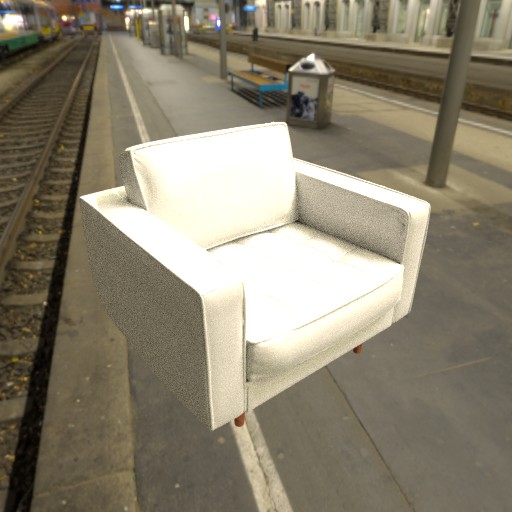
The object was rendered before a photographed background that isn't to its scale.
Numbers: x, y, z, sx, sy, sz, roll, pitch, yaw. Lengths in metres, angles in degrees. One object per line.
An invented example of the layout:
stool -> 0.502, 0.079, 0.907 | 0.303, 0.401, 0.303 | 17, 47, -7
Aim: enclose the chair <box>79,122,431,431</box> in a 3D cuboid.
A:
chair -> 0.000, 0.000, 1.537 | 0.928, 0.773, 0.843 | -20, 34, -33
